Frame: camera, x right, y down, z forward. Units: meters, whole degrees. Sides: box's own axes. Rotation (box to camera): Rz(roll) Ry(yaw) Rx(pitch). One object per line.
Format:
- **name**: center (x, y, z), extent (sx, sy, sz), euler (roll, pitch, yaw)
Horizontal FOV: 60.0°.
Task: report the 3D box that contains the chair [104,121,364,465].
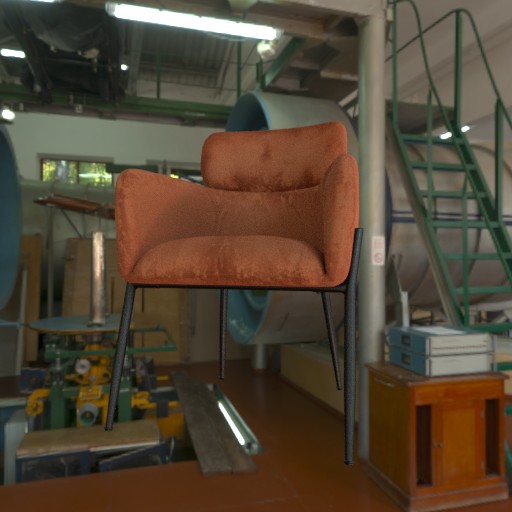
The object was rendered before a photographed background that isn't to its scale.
- **chair**: center (0.000, 0.000, 1.131), extent (0.561, 0.772, 0.523), euler (0, 0, 18)
